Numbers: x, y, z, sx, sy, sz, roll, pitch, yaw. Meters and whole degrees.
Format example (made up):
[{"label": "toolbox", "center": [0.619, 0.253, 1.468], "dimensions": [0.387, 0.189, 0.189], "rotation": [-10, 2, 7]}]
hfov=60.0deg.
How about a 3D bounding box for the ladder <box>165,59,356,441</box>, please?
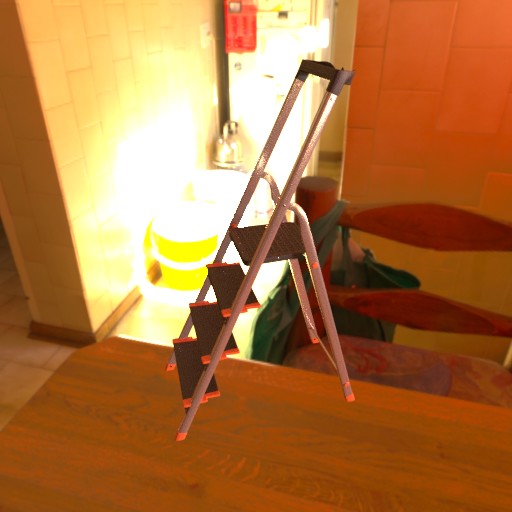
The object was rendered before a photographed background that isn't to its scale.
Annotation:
[{"label": "ladder", "center": [0.000, 0.000, 1.801], "dimensions": [0.834, 1.429, 0.452], "rotation": [-8, 31, -13]}]
